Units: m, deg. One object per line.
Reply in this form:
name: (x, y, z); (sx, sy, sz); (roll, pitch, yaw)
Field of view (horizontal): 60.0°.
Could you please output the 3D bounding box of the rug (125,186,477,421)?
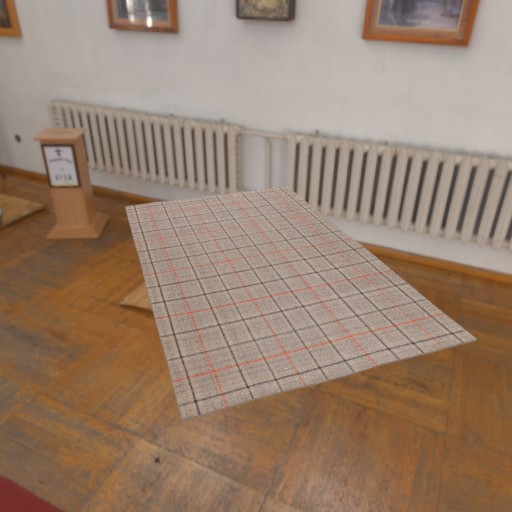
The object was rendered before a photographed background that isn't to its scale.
rug: (0.000, 0.000, 3.042); (1.524, 0.015, 2.439); (-10, 30, -17)
